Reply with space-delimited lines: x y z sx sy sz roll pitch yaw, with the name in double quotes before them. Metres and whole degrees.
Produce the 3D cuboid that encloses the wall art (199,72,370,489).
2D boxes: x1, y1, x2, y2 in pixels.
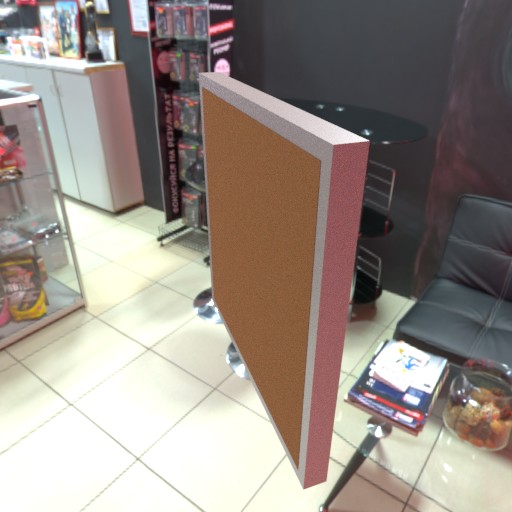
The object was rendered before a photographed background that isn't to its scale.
"wall art" 0.000 0.000 0.733 0.038 0.506 0.506 -10 31 -17
